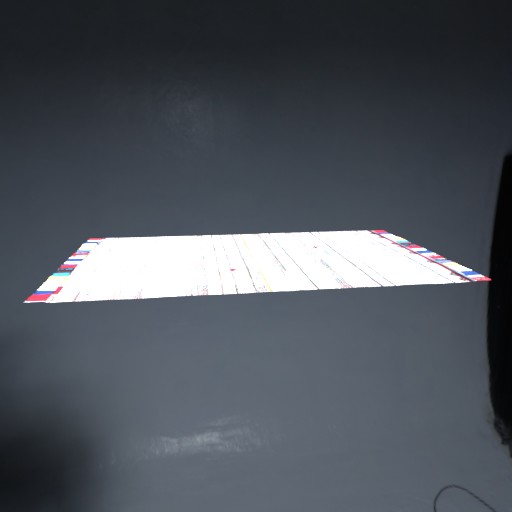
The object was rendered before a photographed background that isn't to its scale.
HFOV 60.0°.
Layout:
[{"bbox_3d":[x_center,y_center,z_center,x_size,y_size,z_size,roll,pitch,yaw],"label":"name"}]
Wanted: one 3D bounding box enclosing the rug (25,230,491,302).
[{"bbox_3d":[0.000,0.000,2.972,2.465,0.012,1.465,-2,15,-8],"label":"rug"}]
